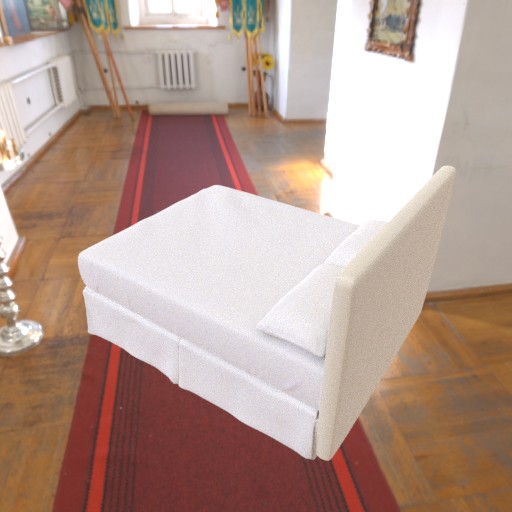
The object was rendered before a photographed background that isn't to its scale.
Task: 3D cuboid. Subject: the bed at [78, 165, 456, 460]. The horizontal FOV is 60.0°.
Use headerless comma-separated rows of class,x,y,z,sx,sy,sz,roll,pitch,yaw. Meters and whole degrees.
bed,0.000,0.000,3.234,2.147,1.330,1.714,20,37,29
